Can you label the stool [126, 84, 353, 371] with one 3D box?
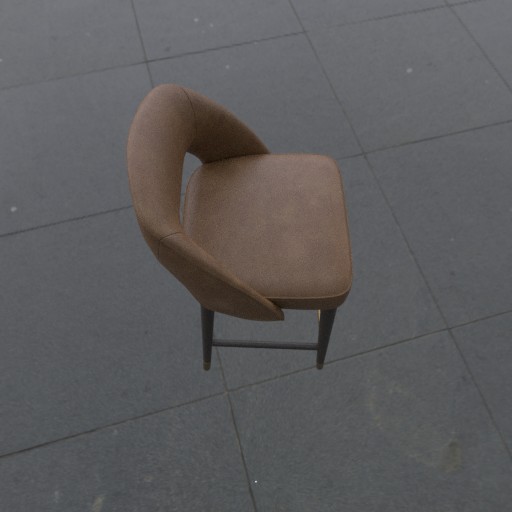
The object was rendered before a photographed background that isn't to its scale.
[{"bbox_3d":[0.000,0.000,1.330,0.509,1.037,0.494,-1,63,0],"label":"stool"}]
